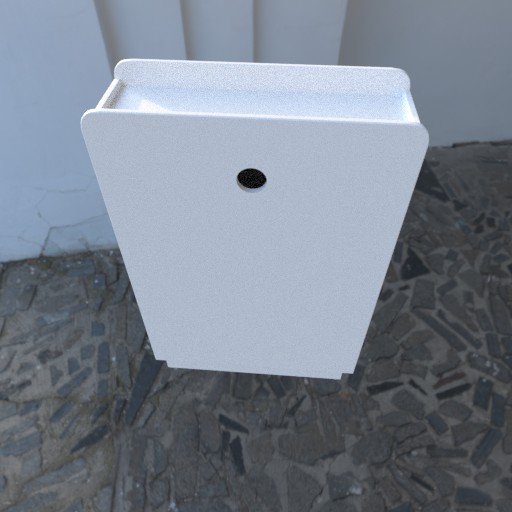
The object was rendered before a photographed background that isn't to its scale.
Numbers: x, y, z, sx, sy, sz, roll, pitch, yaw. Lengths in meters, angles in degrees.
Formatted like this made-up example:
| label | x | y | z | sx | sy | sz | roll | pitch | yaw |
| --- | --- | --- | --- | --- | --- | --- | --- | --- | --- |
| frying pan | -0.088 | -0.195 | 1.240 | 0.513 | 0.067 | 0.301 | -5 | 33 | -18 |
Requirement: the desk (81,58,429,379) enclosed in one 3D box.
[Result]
| label | x | y | z | sx | sy | sz | roll | pitch | yaw |
| --- | --- | --- | --- | --- | --- | --- | --- | --- | --- |
| desk | 0.000 | 0.000 | 1.503 | 0.795 | 1.190 | 0.278 | 3 | 47 | 3 |
